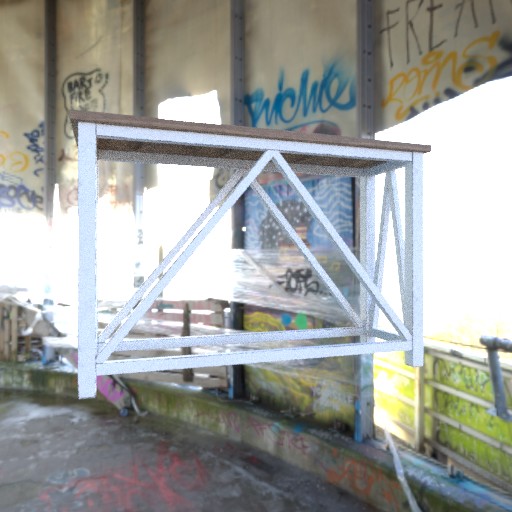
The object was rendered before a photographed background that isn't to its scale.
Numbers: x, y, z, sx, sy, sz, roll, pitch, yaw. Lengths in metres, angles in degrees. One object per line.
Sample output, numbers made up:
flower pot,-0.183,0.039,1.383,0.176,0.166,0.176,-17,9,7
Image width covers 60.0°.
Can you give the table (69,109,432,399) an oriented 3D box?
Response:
table,0.000,0.000,1.841,1.400,0.930,0.450,0,0,-19
